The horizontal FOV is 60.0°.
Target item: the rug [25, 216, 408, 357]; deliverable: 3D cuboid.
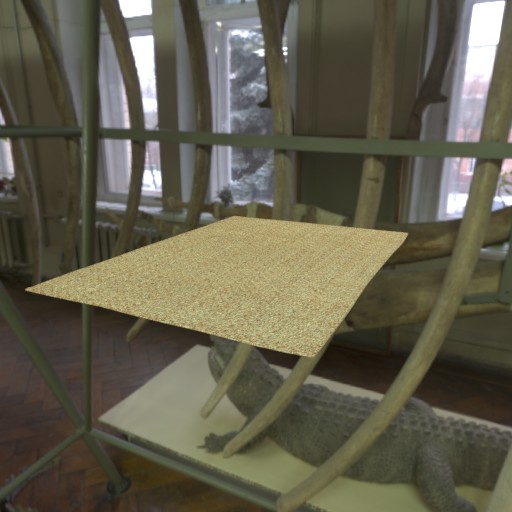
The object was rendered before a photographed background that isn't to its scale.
[{"bbox_3d":[0.000,0.000,2.811,1.566,0.013,2.141,8,18,25],"label":"rug"}]
